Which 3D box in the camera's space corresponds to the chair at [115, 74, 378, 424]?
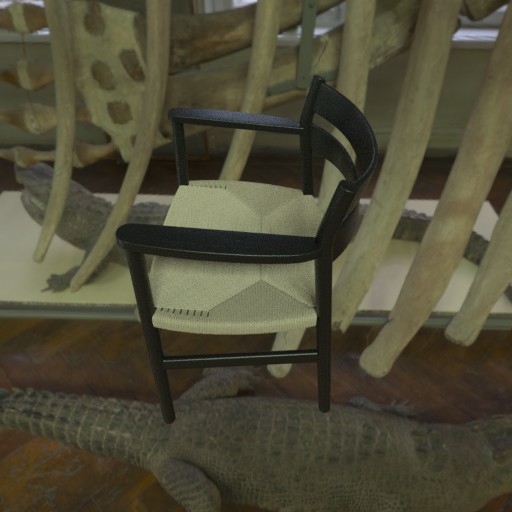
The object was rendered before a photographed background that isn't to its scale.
[{"bbox_3d":[0.000,0.000,1.192,0.508,0.775,0.630,1,40,1],"label":"chair"}]
